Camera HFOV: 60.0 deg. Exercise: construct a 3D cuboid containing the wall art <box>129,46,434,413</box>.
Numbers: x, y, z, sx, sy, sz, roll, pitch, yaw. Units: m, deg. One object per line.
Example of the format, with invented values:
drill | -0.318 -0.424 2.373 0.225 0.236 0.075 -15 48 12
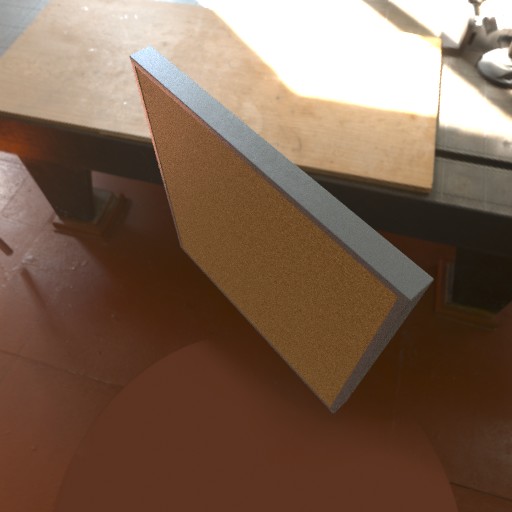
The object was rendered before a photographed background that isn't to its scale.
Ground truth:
wall art | 0.000 0.000 0.518 0.028 0.349 0.349 -36 65 -20
